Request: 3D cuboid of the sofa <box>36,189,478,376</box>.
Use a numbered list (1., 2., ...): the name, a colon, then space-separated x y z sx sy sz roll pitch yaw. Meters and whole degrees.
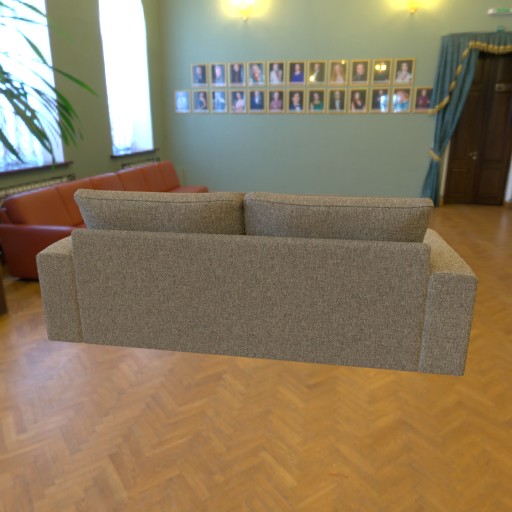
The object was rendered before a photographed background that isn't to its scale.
1. sofa: 0.000 0.000 2.777 2.299 0.922 1.040 3 17 9
